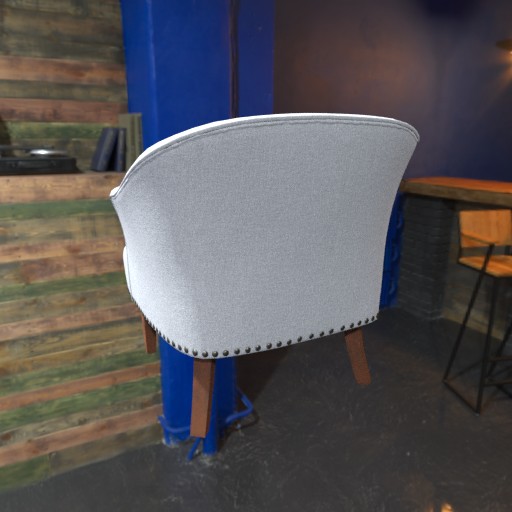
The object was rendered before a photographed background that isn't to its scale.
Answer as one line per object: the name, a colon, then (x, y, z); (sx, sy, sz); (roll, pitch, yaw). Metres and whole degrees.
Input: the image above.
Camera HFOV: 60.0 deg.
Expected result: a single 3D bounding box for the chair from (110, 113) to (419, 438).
chair: (0.000, 0.000, 1.376); (0.798, 0.815, 0.704); (-7, 17, -26)
